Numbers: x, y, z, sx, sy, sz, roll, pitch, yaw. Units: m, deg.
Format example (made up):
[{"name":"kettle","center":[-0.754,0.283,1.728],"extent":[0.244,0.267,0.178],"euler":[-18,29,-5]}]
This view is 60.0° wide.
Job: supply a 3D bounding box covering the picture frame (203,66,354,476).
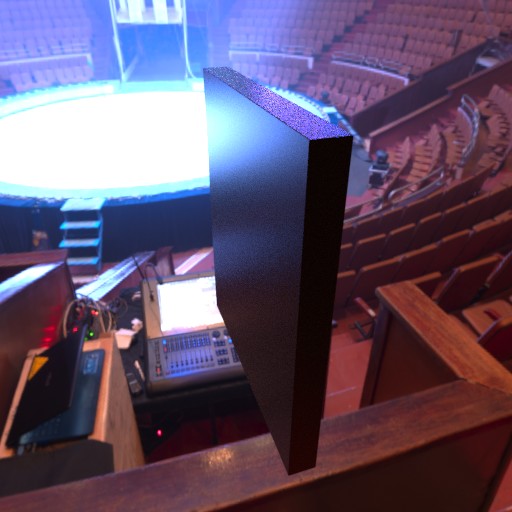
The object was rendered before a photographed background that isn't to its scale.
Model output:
[{"name":"picture frame","center":[0.000,0.000,0.534],"extent":[0.034,0.378,0.328],"euler":[-10,33,-16]}]
